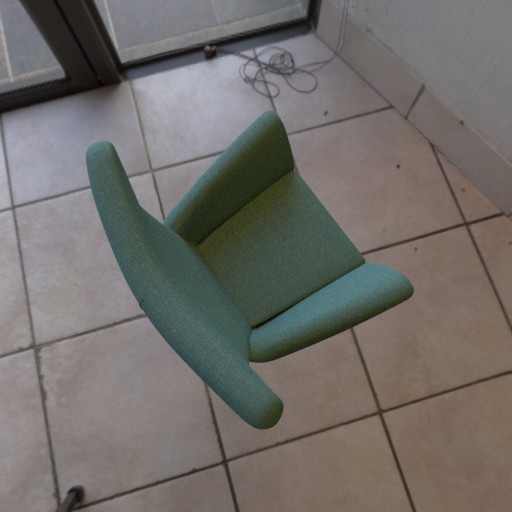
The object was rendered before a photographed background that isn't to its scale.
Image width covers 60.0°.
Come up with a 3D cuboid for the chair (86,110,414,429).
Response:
[{"bbox_3d":[0.000,0.000,1.809,0.900,0.980,1.050,-34,78,-8],"label":"chair"}]
